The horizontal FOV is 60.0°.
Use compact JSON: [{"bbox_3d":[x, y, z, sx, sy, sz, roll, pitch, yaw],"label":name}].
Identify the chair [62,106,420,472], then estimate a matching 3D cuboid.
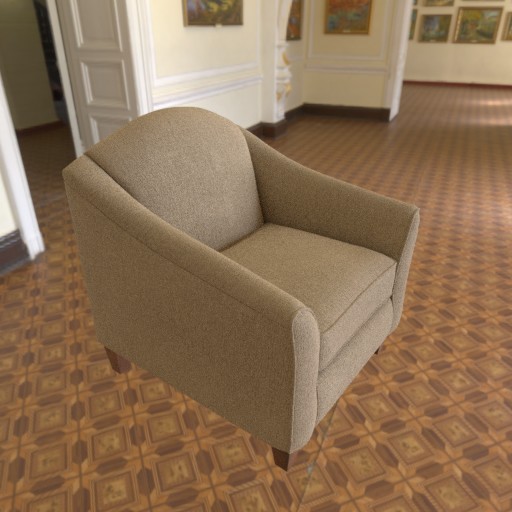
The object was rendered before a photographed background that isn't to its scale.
[{"bbox_3d":[0.000,0.000,1.406,0.787,0.839,0.763,19,33,32],"label":"chair"}]
